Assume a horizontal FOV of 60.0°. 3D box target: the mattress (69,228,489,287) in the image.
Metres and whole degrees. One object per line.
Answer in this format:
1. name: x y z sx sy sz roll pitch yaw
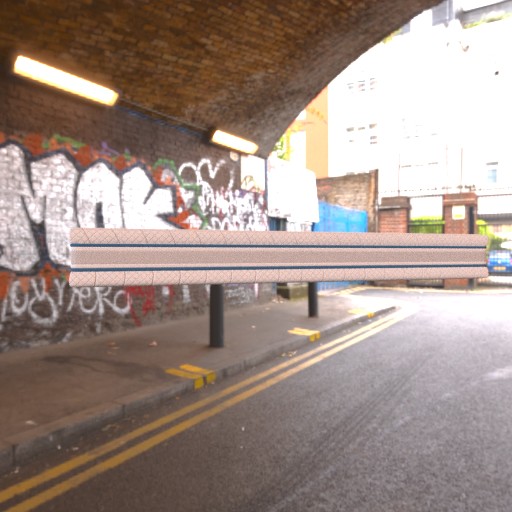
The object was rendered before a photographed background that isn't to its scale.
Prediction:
1. mattress: 0.000 0.000 2.724 2.000 0.230 1.600 0 0 -18
